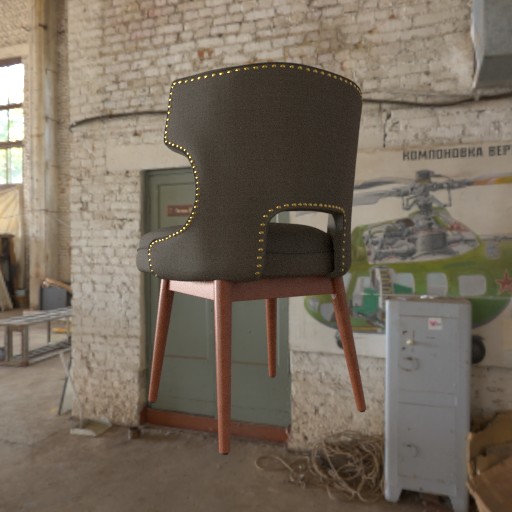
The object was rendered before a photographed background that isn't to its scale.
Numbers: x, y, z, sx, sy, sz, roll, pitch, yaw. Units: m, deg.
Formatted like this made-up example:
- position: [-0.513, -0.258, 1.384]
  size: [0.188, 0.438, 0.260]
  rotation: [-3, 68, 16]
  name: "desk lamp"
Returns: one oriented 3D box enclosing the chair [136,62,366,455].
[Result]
- position: [0.000, 0.000, 1.251]
  size: [0.595, 0.863, 0.581]
  rotation: [-1, 1, -35]
  name: "chair"
